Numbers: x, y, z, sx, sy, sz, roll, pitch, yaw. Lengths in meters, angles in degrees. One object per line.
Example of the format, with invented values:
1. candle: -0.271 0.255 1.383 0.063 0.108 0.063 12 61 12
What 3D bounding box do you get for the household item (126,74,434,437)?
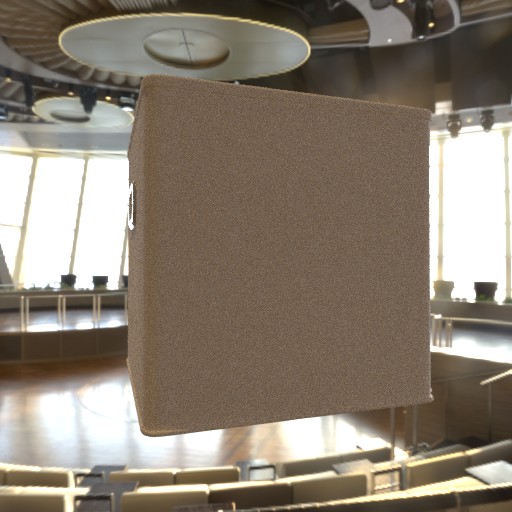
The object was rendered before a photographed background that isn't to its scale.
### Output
1. household item: 0.000 0.000 0.558 0.305 0.305 0.305 0 0 -19
